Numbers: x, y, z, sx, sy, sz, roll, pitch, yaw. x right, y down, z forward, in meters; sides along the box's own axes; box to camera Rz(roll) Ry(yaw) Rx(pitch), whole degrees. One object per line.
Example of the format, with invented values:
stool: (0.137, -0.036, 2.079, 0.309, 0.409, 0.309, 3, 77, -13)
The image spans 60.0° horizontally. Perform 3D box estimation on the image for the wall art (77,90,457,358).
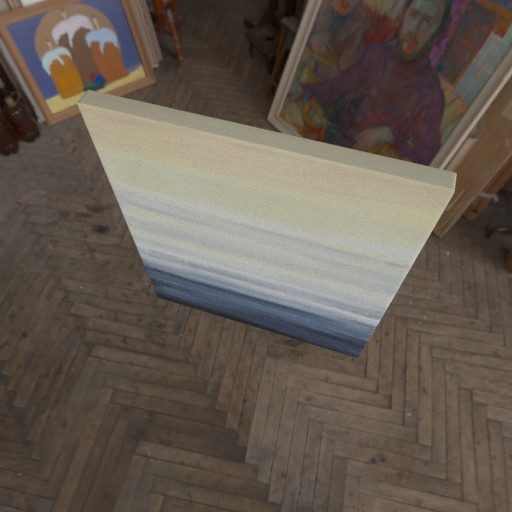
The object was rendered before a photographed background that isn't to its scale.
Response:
wall art: (0.000, 0.000, 0.987, 0.608, 0.710, 0.041, 15, 59, 9)
